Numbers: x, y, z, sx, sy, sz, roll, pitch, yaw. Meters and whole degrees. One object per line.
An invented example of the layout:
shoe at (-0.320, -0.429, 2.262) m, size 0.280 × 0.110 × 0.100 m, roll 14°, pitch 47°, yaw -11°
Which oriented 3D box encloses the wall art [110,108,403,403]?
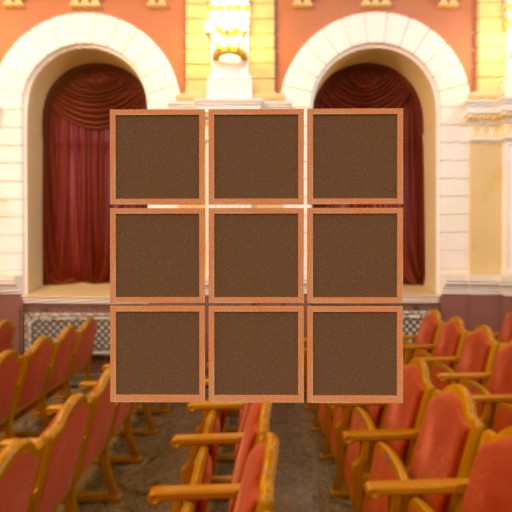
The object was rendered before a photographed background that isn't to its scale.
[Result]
wall art at (0.000, 0.000, 2.305) m, size 1.520 × 1.525 × 0.013 m, roll 0°, pitch 0°, yaw 1°
